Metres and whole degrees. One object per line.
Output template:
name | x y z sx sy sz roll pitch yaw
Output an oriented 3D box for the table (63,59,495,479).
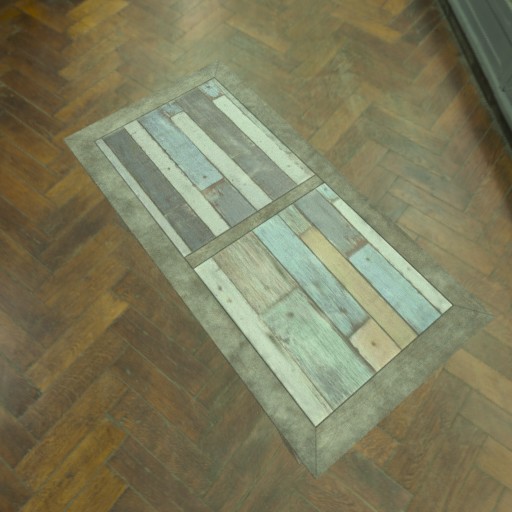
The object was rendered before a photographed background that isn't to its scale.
table | 0.000 0.000 1.479 0.610 0.470 1.219 -34 68 -16
